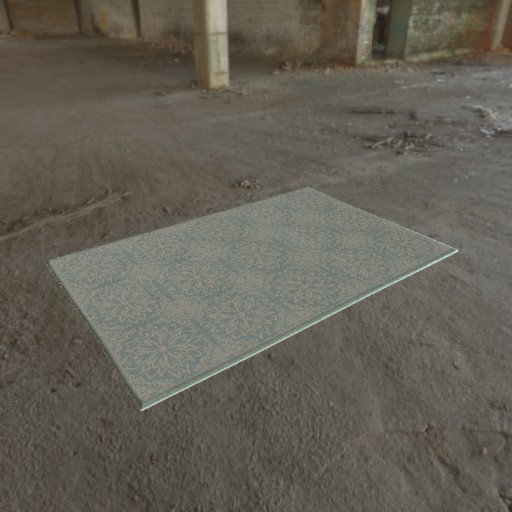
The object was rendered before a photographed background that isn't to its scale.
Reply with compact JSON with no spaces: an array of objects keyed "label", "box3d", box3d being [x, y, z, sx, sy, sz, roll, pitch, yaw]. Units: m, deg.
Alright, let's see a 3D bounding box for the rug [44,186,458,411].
[{"label":"rug","box3d":[0.000,0.000,2.356,1.840,0.012,1.219,-20,35,-31]}]
